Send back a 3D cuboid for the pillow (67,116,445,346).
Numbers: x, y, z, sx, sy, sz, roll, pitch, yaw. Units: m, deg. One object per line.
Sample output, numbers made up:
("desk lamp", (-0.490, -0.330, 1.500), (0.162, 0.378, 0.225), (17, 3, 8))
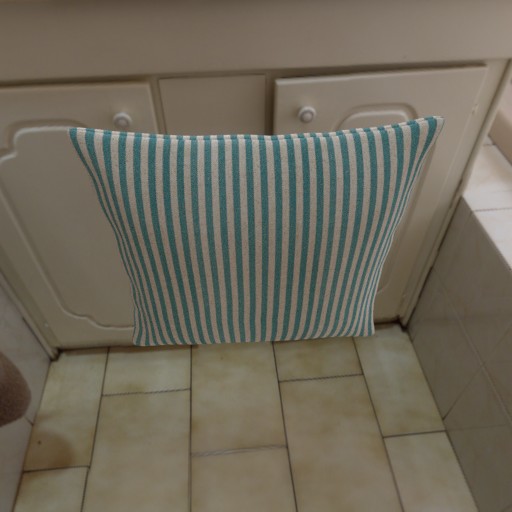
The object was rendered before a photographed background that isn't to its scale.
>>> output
("pillow", (0.000, 0.000, 0.781), (0.523, 0.510, 0.166), (-2, 46, -2))
